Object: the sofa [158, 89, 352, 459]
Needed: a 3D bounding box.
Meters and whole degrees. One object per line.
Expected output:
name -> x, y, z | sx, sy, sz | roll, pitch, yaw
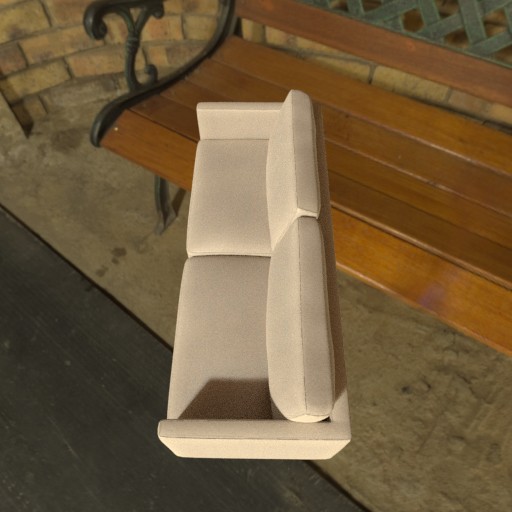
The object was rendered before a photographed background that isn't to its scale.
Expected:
sofa -> 0.000, 0.000, 2.906 | 0.951, 0.968, 2.361 | 1, 59, 0
